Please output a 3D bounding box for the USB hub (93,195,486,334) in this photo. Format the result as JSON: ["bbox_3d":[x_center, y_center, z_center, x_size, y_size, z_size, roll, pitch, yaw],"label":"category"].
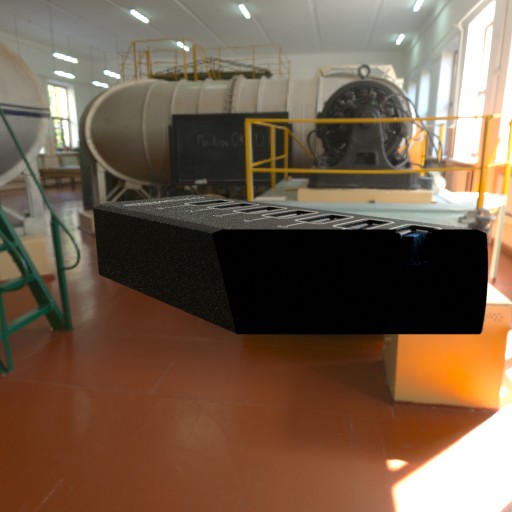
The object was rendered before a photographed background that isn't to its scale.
[{"bbox_3d":[0.000,0.000,0.123,0.110,0.023,0.044,14,19,43],"label":"USB hub"}]
